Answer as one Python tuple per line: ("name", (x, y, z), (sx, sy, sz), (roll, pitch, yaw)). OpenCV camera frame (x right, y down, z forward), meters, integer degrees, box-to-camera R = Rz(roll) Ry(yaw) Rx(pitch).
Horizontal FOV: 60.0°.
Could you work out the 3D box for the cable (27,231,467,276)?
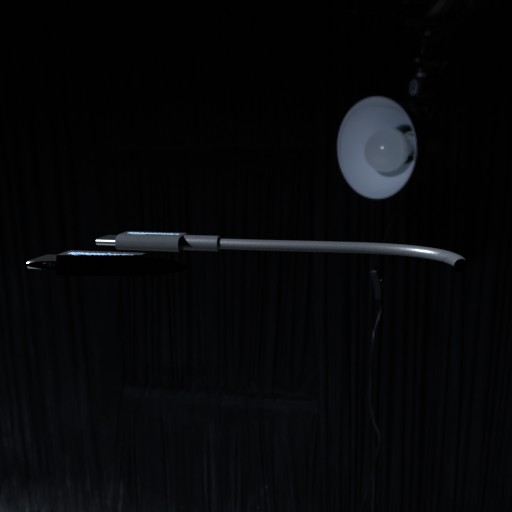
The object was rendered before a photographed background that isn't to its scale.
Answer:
("cable", (0.000, 0.000, 0.110), (0.098, 0.005, 0.041), (2, 12, 10))
